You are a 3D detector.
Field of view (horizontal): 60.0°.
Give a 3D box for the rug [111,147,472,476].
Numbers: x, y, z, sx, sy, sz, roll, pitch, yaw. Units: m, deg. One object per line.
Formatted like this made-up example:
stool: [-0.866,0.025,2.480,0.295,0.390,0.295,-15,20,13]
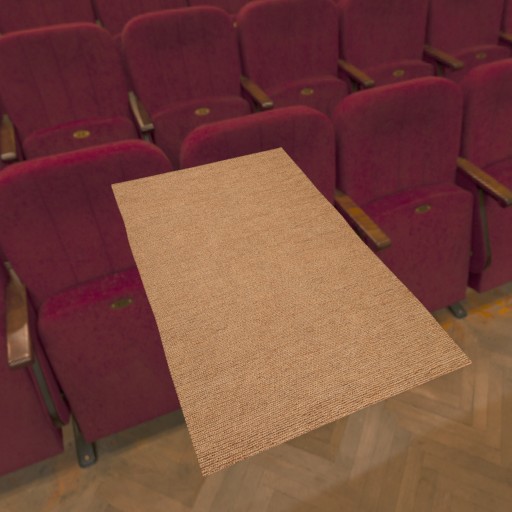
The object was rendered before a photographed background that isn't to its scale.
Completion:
rug: [0.000,0.000,2.998,1.533,0.011,2.439,-16,46,-16]
